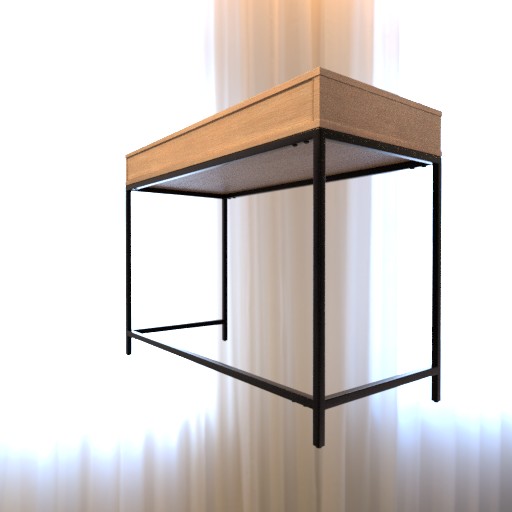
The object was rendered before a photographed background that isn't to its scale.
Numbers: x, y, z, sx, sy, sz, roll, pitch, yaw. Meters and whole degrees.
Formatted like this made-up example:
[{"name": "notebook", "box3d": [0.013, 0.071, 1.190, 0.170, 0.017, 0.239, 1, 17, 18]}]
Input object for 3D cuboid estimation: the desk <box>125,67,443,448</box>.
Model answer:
[{"name": "desk", "box3d": [0.000, 0.000, 1.426, 0.470, 0.762, 1.016, -1, 1, -38]}]
